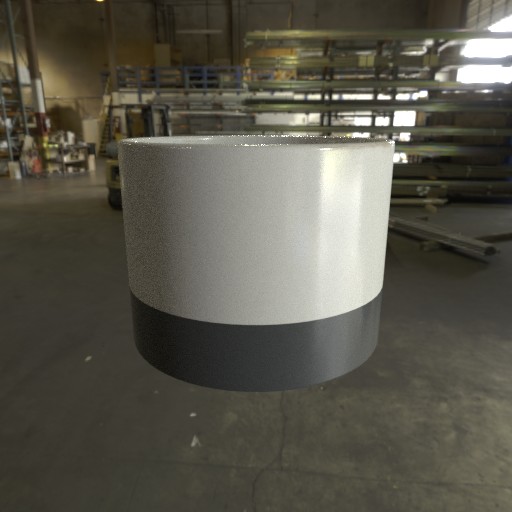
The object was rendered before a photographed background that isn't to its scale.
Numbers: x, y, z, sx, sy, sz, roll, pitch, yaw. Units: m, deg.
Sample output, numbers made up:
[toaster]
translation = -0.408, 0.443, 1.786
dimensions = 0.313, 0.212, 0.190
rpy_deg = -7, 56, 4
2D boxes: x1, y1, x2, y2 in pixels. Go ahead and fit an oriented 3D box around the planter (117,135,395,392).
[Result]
[planter]
translation = 0.000, 0.000, 0.346
dimensions = 0.193, 0.177, 0.193
rpy_deg = 0, 17, 0
